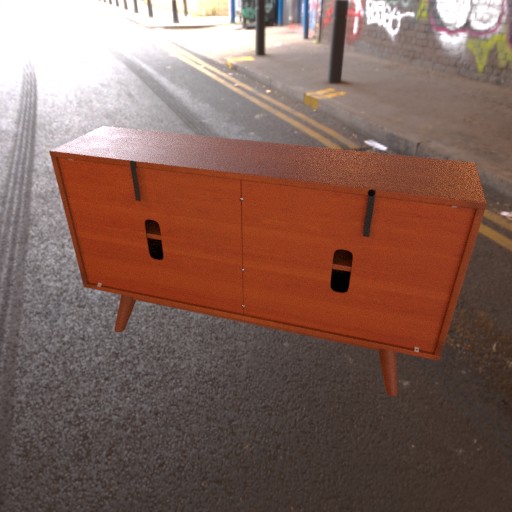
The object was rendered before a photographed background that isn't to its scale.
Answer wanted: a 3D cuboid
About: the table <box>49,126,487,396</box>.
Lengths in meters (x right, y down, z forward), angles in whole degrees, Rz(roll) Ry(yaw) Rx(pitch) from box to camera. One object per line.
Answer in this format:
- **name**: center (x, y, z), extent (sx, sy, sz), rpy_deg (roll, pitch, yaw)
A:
- **table**: center (0.000, 0.000, 1.489), extent (1.220, 0.698, 0.308), rpy_deg (10, 33, 15)
